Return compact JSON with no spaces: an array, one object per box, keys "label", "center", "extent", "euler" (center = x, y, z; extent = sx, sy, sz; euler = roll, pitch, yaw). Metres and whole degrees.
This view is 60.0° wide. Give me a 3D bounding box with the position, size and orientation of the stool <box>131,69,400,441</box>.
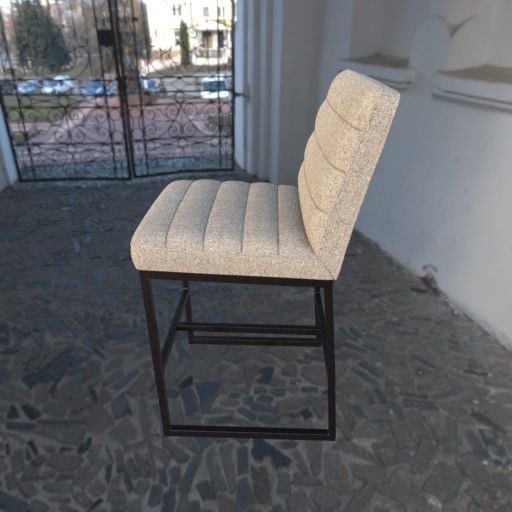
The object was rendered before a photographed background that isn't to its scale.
[{"label":"stool","center":[0.000,0.000,1.236],"extent":[0.560,0.940,0.460],"euler":[1,27,2]}]
